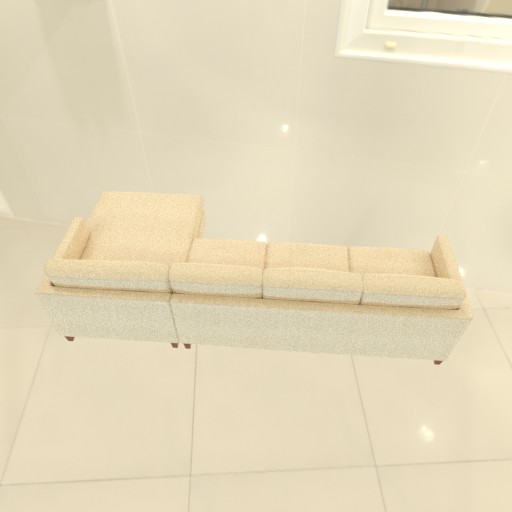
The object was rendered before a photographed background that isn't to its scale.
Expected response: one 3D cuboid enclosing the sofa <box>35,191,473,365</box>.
[{"bbox_3d":[0.000,0.000,4.179,3.471,0.954,1.603,3,47,3],"label":"sofa"}]
